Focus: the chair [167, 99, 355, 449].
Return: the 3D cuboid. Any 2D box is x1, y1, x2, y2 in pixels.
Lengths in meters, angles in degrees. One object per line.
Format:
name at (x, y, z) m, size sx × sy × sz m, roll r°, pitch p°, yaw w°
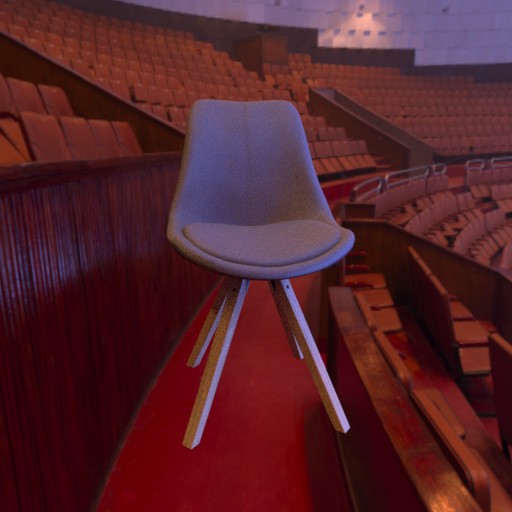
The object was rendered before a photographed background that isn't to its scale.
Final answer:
chair at (0.000, 0.000, 1.238) m, size 0.483 × 0.865 × 0.547 m, roll -2°, pitch 15°, yaw -9°
